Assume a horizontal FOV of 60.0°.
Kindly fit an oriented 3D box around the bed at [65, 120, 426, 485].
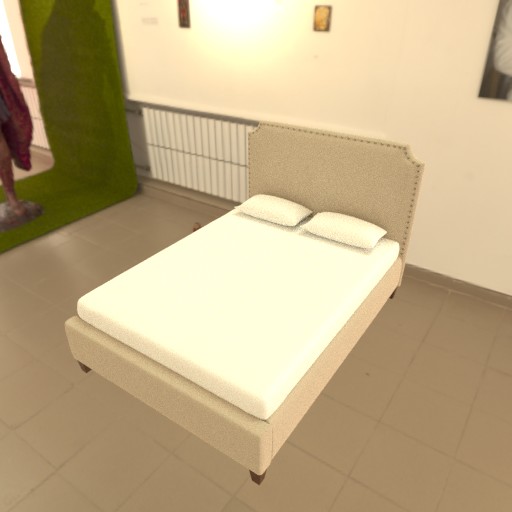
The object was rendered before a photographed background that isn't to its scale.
[{"bbox_3d":[0.000,0.000,3.425,1.713,1.443,2.372,19,35,29],"label":"bed"}]
